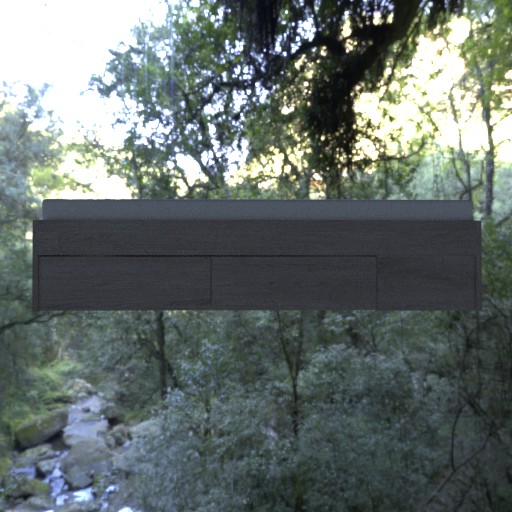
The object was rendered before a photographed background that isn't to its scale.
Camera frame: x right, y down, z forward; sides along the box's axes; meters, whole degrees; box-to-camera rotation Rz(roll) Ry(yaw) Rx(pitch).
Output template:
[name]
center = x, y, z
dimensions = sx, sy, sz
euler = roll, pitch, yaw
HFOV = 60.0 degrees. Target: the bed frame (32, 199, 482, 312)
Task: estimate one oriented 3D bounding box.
[bed frame]
center = 0.000, 0.000, 2.642
dimensions = 1.944, 0.490, 1.448
euler = 0, -1, -1
